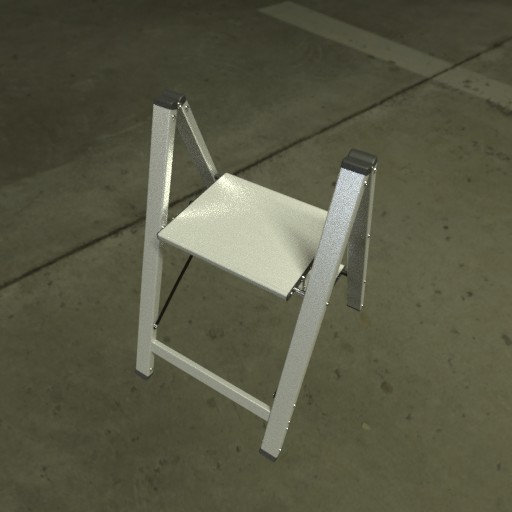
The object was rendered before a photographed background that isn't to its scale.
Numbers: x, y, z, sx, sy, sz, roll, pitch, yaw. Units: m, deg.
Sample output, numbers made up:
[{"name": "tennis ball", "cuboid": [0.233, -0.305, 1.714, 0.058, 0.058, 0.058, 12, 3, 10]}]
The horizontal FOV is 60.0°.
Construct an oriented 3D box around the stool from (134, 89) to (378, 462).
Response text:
[{"name": "stool", "cuboid": [0.000, 0.000, 1.017, 0.440, 0.670, 0.535, 24, 51, 21]}]
